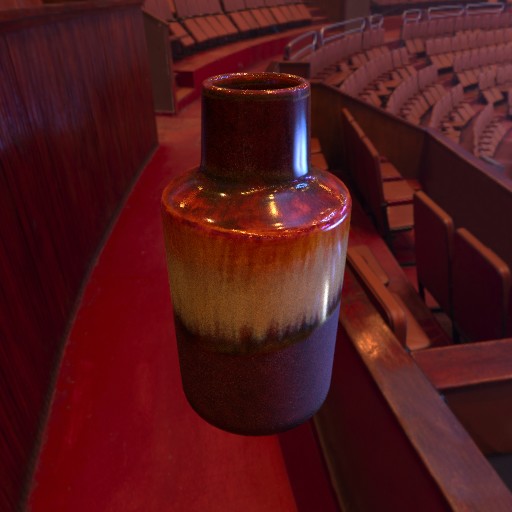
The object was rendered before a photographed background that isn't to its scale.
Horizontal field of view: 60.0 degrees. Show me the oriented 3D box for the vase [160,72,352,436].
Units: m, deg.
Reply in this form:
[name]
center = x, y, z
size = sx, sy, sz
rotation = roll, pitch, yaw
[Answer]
[vase]
center = 0.000, 0.000, 0.272
size = 0.108, 0.204, 0.108
rotation = 0, 32, 0
